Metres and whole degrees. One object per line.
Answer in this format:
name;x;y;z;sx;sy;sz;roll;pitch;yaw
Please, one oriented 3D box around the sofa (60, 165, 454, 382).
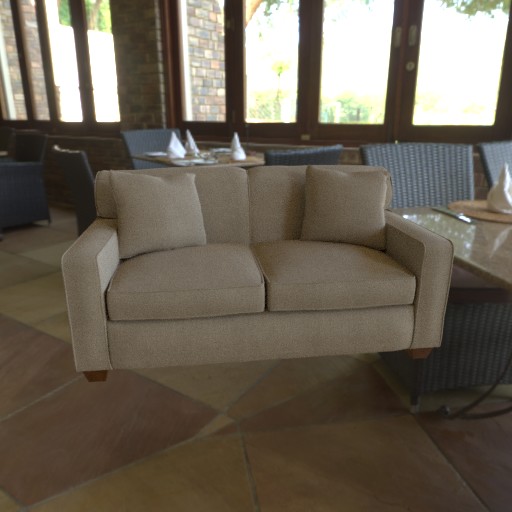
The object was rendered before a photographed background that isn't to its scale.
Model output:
sofa;0.000;0.000;2.506;1.846;0.958;0.998;-2;18;-7
